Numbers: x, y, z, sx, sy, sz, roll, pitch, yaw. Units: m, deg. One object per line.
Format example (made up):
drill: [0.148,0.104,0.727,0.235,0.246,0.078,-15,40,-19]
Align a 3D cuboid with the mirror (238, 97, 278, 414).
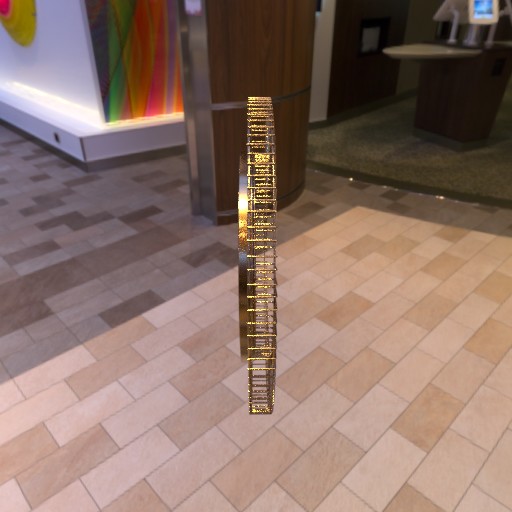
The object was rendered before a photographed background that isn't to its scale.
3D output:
mirror: [0.000,0.000,1.044,0.067,0.703,0.703,0,31,0]
